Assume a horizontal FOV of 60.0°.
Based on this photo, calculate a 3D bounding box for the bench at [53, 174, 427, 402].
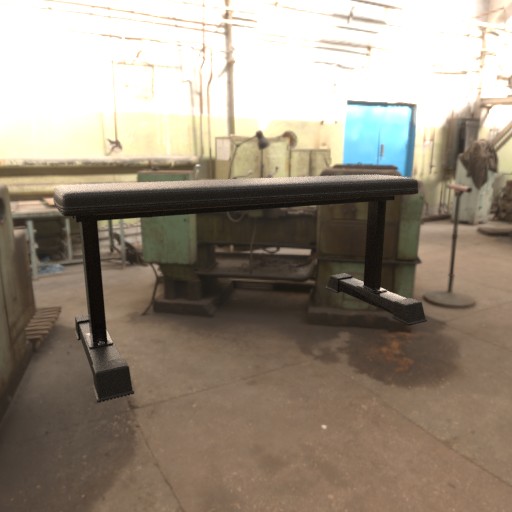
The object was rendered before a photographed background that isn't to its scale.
[{"bbox_3d":[0.000,0.000,1.333,1.072,0.453,0.439,-7,15,-27],"label":"bench"}]
